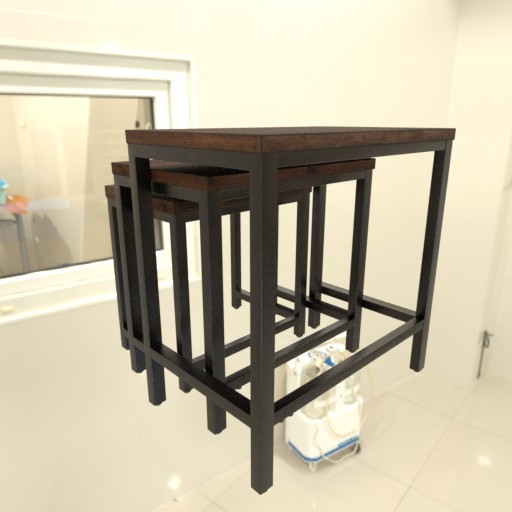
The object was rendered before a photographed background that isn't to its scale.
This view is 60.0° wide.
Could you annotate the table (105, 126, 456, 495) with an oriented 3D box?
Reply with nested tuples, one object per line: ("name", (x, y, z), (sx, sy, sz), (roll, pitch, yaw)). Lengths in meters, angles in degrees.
("table", (0.000, 0.000, 1.109), (0.608, 0.616, 0.660), (-16, 23, -41))
